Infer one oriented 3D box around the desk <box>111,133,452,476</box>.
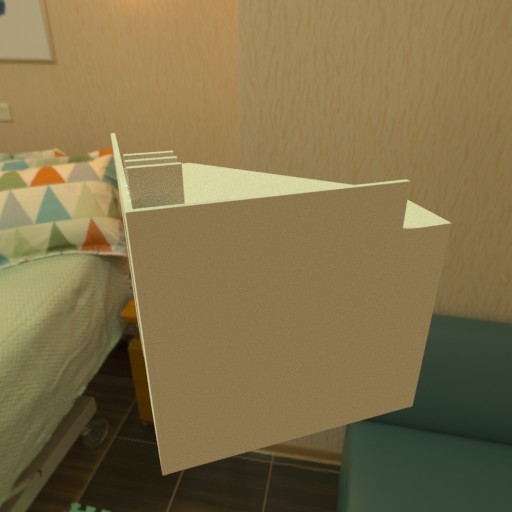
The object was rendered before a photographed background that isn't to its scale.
[{"bbox_3d":[0.000,0.000,1.729,0.940,0.986,0.940,-8,28,-16],"label":"desk"}]
